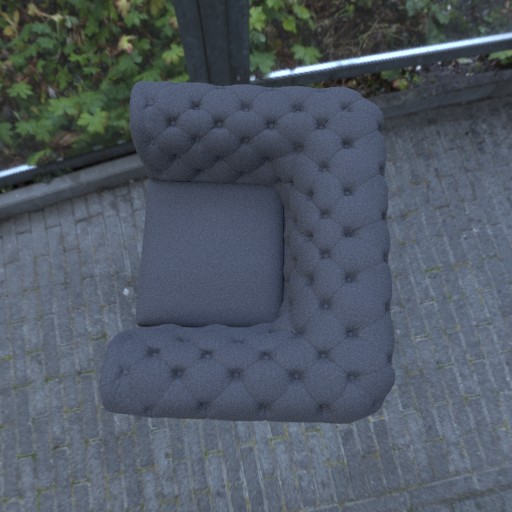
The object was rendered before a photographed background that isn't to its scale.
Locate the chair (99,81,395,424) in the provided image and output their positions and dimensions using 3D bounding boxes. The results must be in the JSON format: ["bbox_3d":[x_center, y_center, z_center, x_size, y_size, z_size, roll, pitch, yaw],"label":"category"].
[{"bbox_3d":[0.000,0.000,1.885,0.976,0.770,1.270,2,76,0],"label":"chair"}]
